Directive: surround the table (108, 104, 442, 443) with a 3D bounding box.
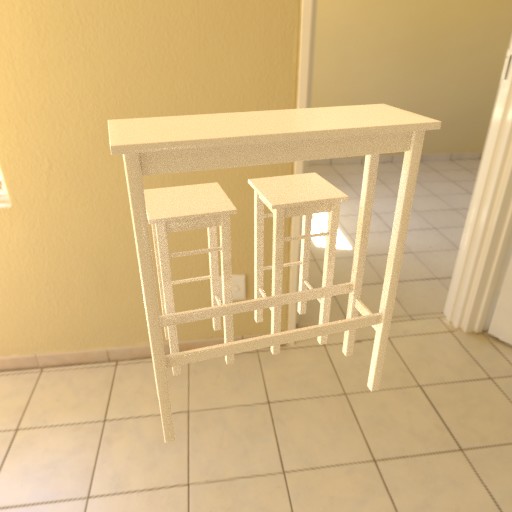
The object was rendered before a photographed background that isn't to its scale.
[{"bbox_3d":[0.000,0.000,1.677,0.915,1.065,0.650,-8,30,-15],"label":"table"}]
